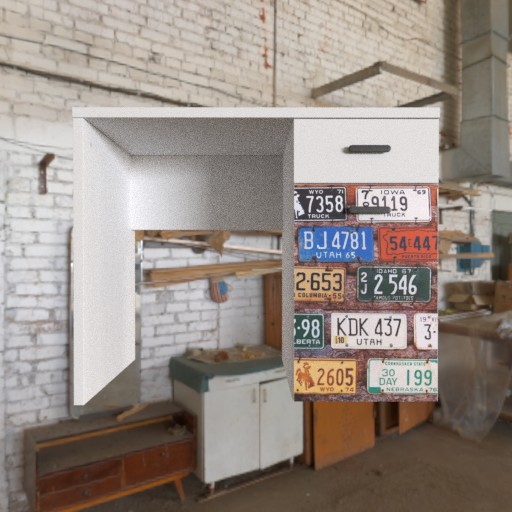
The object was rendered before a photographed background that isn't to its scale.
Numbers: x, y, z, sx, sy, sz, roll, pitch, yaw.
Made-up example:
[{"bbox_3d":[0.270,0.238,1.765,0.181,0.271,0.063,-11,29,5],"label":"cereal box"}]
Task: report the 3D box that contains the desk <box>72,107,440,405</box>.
[{"bbox_3d":[0.000,0.000,1.313,0.898,0.730,0.482,0,0,0],"label":"desk"}]
